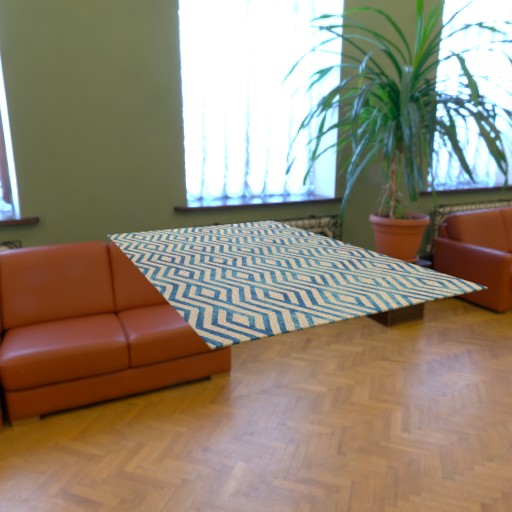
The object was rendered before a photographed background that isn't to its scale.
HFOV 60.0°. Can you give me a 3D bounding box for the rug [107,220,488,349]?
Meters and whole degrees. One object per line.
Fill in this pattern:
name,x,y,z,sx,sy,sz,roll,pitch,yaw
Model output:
rug,0.000,0.000,2.349,1.225,0.008,1.830,-7,16,-26
